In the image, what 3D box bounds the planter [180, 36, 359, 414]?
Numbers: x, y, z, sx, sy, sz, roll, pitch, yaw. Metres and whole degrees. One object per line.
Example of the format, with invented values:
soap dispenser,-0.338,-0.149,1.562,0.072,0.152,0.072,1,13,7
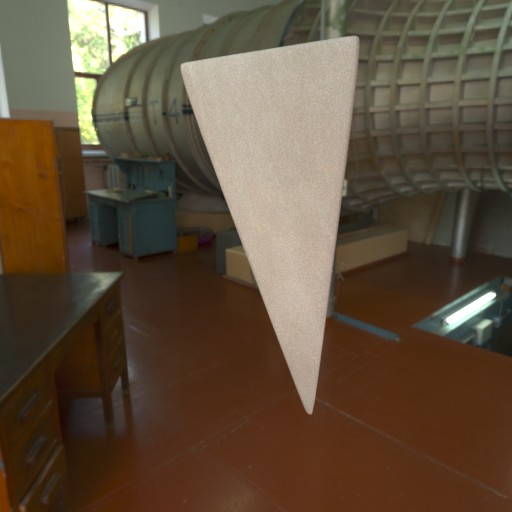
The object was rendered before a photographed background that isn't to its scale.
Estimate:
planter,0.000,0.000,0.266,0.081,0.224,0.101,-2,15,-9
